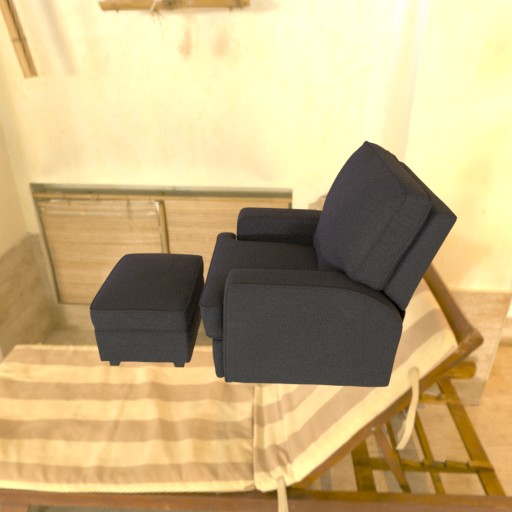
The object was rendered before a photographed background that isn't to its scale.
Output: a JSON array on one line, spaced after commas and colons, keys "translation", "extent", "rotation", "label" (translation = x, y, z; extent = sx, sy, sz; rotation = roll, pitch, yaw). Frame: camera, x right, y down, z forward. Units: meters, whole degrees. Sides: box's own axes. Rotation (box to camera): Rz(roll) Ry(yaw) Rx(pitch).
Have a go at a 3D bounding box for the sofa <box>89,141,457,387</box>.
[{"translation": [0.000, 0.000, 2.094], "extent": [1.472, 0.959, 0.861], "rotation": [1, 27, 2], "label": "sofa"}]
